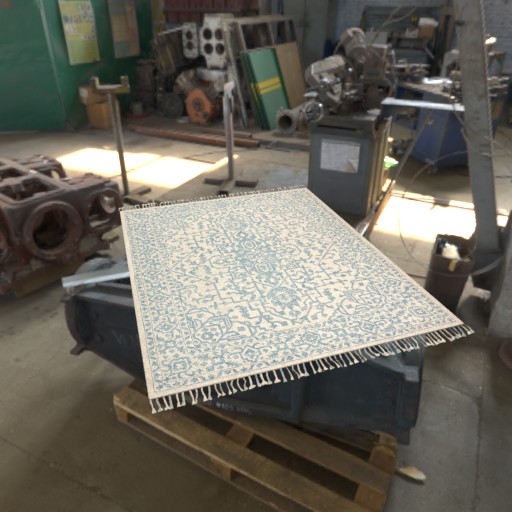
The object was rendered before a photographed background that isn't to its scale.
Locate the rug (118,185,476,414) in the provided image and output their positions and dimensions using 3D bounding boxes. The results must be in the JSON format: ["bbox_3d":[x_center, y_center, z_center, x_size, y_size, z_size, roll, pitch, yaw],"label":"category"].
[{"bbox_3d":[0.000,0.000,4.402,2.464,0.010,3.327,-9,31,-16],"label":"rug"}]
